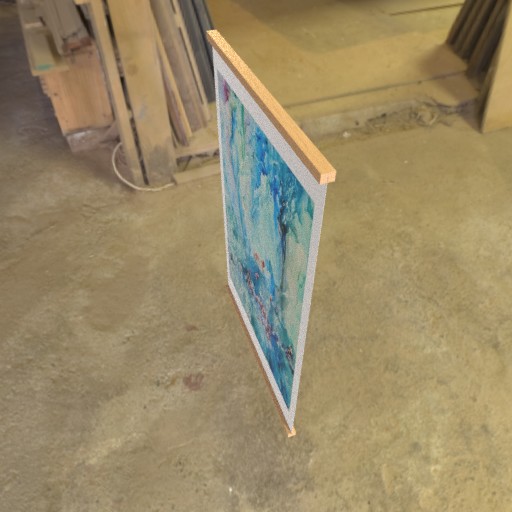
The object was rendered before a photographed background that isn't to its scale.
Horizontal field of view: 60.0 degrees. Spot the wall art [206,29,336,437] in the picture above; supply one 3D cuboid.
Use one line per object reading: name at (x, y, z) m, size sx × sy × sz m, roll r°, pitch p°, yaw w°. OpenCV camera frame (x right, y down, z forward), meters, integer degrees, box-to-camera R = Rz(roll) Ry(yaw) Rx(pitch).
wall art at (0.000, 0.000, 1.905) m, size 0.040 × 1.510 × 0.991 m, roll -15°, pitch 47°, yaw -14°
